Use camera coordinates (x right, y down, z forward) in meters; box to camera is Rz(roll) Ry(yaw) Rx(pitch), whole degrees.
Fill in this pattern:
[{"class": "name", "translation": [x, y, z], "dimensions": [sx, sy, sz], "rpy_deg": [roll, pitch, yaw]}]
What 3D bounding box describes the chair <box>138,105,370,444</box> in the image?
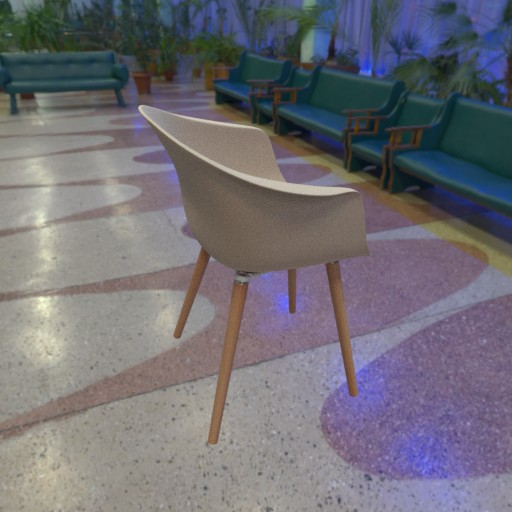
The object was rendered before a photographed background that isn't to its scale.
[{"class": "chair", "translation": [0.000, 0.000, 1.172], "dimensions": [0.504, 0.781, 0.593], "rpy_deg": [-11, 31, -18]}]
